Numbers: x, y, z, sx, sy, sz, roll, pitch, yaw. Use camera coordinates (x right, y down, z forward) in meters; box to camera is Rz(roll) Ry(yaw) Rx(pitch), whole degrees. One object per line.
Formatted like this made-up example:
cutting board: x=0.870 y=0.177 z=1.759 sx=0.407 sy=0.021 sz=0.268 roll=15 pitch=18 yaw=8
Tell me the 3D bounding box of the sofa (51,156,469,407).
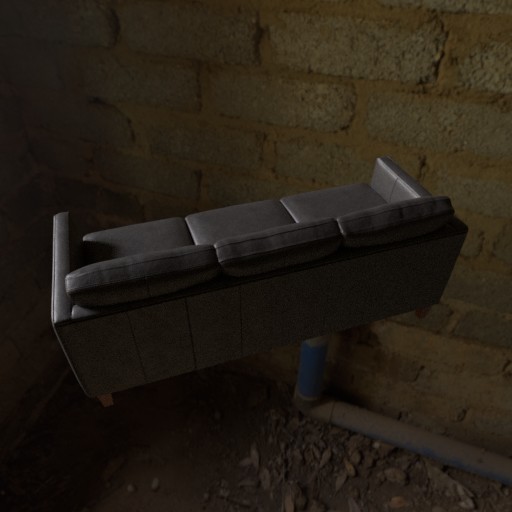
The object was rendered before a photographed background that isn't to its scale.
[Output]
sofa: x=0.000 y=0.000 z=3.013 sx=2.464 sy=1.006 sz=1.045 roll=-12 pitch=43 yaw=-14
